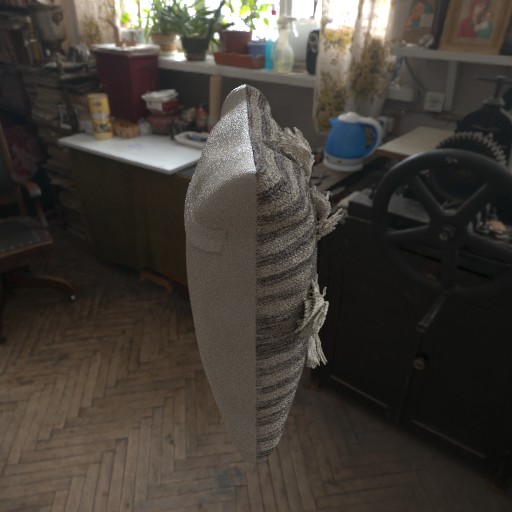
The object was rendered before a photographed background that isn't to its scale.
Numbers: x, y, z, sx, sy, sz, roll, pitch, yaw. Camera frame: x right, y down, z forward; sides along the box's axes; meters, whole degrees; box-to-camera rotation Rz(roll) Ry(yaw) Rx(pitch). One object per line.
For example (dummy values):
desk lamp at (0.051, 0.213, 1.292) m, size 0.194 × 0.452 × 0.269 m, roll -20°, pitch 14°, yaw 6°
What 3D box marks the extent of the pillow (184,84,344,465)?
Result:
pillow at (0.000, 0.000, 0.776) m, size 0.234 × 0.490 × 0.484 m, roll -1°, pitch 32°, yaw -2°
